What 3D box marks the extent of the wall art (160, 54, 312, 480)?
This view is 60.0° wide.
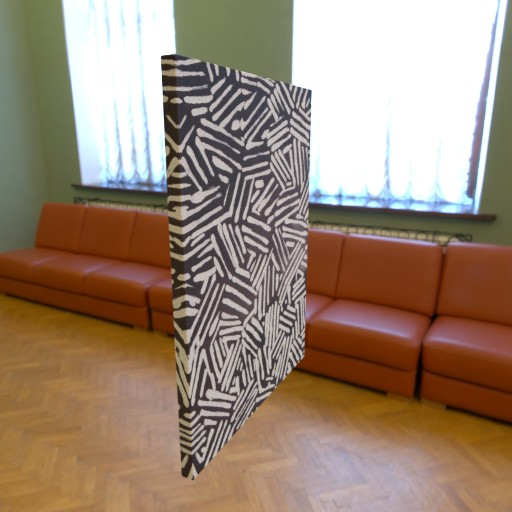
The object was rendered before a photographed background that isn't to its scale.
[{"bbox_3d":[0.000,0.000,1.346,0.038,1.017,0.765,8,17,27],"label":"wall art"}]
